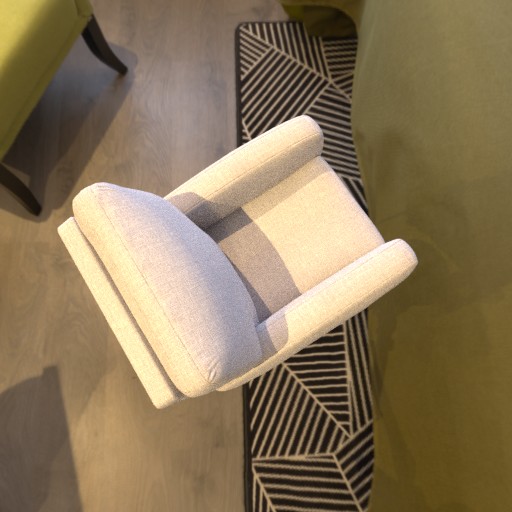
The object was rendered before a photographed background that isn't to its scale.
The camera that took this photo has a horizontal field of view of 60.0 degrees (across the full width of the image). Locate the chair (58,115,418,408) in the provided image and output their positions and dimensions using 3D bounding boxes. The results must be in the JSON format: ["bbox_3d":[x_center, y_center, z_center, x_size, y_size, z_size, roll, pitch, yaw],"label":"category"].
[{"bbox_3d":[0.000,0.000,1.664,0.990,0.990,0.762,-32,78,-8],"label":"chair"}]
